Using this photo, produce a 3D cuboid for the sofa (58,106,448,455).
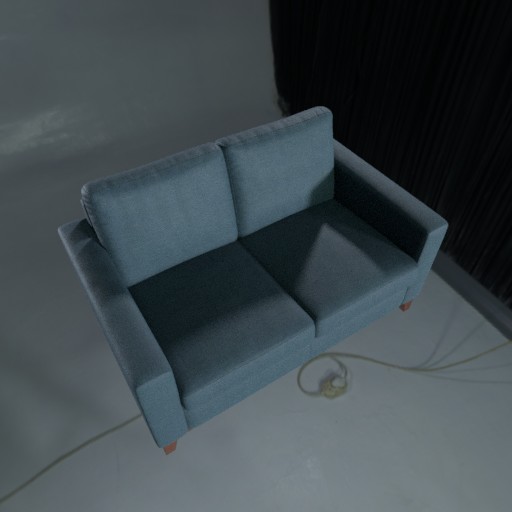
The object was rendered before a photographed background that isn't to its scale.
[{"bbox_3d":[0.000,0.000,2.080,1.489,0.903,0.955,-25,51,-22],"label":"sofa"}]
